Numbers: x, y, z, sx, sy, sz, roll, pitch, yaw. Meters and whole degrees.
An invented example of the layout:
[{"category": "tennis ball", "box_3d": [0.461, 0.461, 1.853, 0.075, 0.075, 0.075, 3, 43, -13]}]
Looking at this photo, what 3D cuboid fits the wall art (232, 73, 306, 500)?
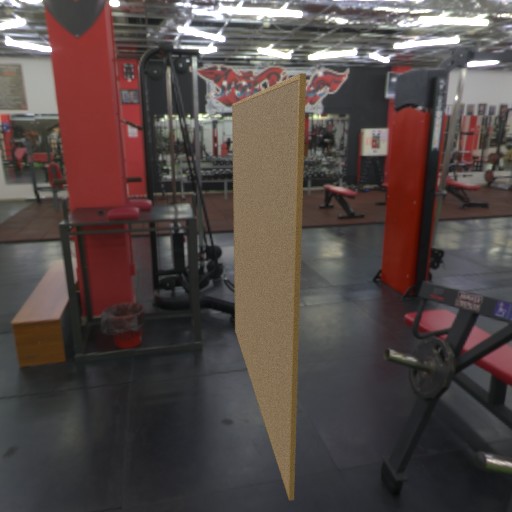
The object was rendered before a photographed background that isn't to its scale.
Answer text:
[{"category": "wall art", "box_3d": [0.000, 0.000, 1.396, 0.013, 0.959, 0.962, -3, 16, -10]}]
